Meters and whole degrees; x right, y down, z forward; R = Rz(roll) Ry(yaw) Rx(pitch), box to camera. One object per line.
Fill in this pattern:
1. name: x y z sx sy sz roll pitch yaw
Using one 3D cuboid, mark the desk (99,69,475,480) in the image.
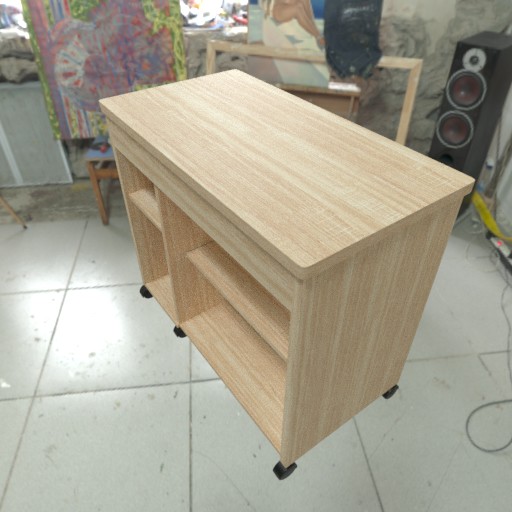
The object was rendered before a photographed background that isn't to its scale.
1. desk: 0.000 0.000 1.321 0.480 0.770 0.884 -25 46 -27
